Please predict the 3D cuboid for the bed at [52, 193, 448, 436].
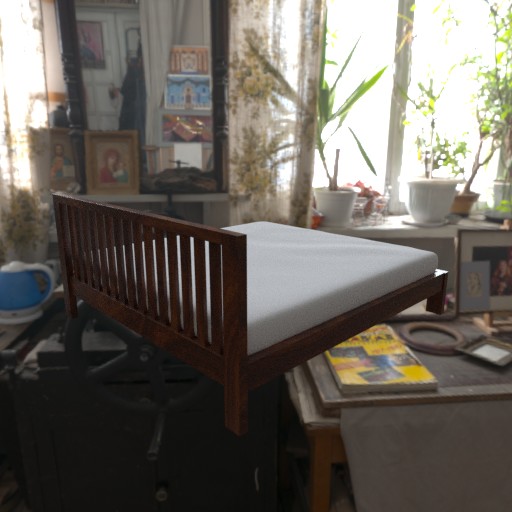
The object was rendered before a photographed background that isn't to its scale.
[{"bbox_3d":[0.000,0.000,3.158,2.030,0.890,1.905,-14,20,-42],"label":"bed"}]
